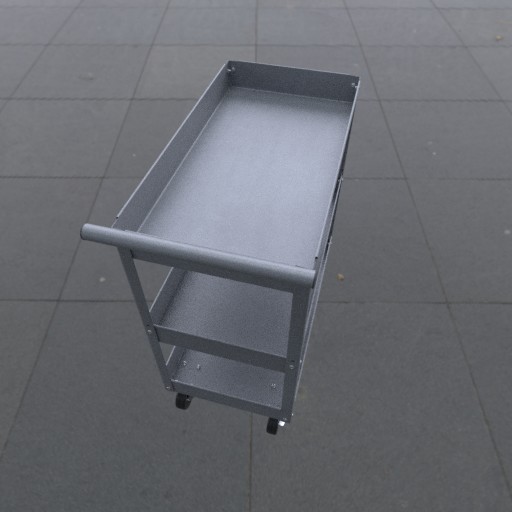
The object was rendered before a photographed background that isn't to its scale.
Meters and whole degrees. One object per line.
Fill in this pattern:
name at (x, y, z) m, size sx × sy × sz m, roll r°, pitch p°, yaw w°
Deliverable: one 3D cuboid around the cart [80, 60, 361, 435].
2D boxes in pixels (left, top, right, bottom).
cart at (0.000, 0.000, 1.165) m, size 0.366 × 0.780 × 0.719 m, roll 12°, pitch 49°, yaw 10°
